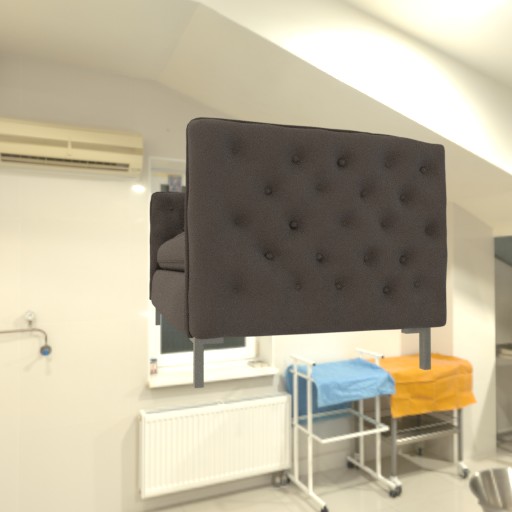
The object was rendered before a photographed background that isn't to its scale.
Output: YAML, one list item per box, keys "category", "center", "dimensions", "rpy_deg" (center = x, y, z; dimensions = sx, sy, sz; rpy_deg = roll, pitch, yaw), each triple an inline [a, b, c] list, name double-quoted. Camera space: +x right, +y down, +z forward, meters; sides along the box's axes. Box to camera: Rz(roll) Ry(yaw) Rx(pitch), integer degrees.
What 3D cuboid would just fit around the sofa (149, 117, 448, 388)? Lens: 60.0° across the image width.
- category: "sofa"
  center: [0.000, 0.000, 2.110]
  dimensions: [0.909, 0.810, 1.583]
  rpy_deg: [0, -1, -17]
